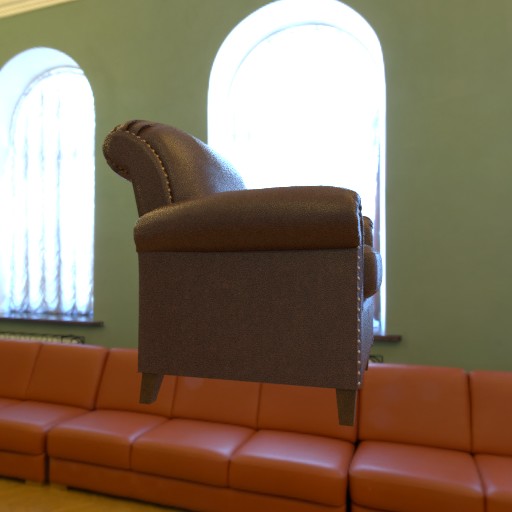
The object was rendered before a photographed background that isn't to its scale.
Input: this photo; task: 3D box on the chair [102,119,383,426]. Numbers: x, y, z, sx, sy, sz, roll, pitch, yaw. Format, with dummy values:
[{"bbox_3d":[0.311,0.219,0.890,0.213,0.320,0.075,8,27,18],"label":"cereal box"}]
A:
[{"bbox_3d":[0.000,0.000,1.632,0.890,0.927,0.854,0,-1,17],"label":"chair"}]
